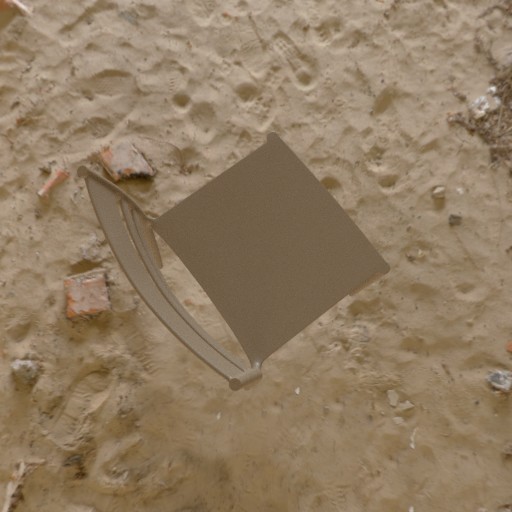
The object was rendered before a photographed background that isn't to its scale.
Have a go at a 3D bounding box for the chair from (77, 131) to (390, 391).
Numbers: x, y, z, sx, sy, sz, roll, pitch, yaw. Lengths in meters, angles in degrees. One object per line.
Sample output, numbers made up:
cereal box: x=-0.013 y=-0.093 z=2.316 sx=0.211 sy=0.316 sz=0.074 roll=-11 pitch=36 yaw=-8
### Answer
chair: x=0.000 y=0.000 z=1.147 sx=0.511 sy=0.800 sz=0.531 roll=-36 pitch=79 yaw=-9
